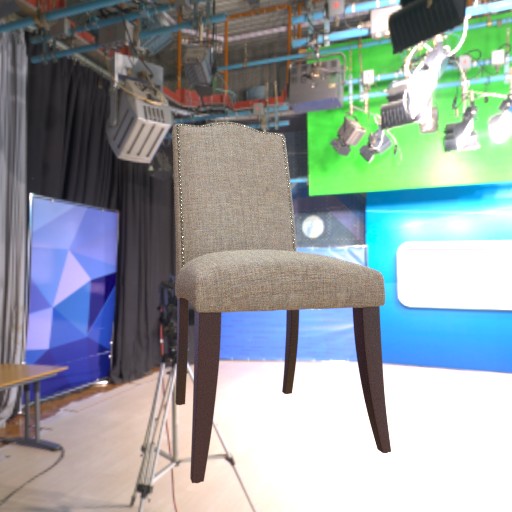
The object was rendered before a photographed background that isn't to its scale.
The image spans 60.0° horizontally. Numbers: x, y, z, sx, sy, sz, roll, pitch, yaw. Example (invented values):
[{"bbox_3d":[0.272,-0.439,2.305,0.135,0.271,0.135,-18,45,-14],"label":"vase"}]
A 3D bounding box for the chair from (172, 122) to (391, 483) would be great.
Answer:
[{"bbox_3d":[0.000,0.000,1.374,0.513,1.016,0.660,0,-1,-18],"label":"chair"}]
